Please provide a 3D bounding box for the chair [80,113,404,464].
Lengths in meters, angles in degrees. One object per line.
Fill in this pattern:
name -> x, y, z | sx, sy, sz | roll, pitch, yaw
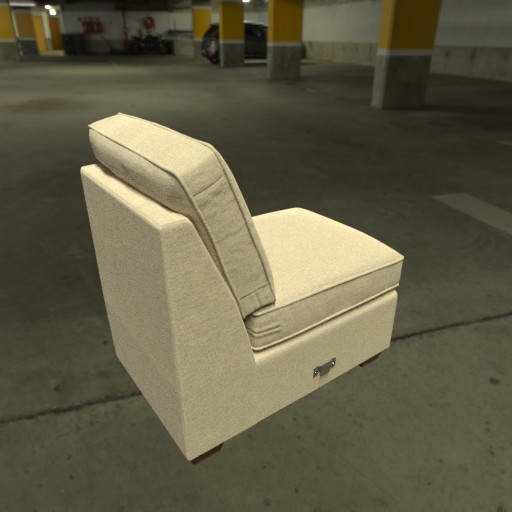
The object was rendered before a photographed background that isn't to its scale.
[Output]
chair -> 0.000, 0.000, 1.561 | 0.938, 0.970, 0.621 | -18, 32, -32
